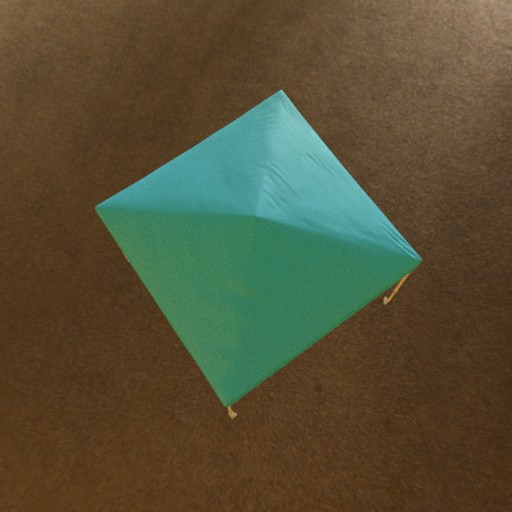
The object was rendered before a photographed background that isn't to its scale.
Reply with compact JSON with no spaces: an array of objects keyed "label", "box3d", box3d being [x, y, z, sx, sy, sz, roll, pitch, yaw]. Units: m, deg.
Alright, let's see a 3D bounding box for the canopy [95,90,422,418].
[{"label":"canopy","box3d":[0.000,0.000,5.295,2.849,2.850,2.850,-35,78,-8]}]
